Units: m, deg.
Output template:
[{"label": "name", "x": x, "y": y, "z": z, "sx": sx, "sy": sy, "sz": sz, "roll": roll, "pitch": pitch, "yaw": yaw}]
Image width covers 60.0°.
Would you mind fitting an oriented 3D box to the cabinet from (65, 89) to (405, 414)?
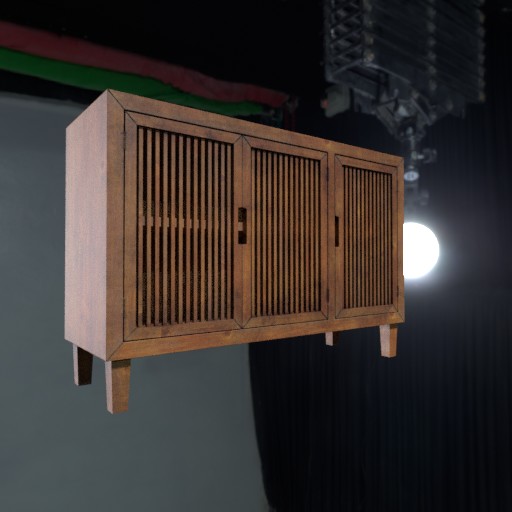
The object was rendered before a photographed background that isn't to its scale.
[{"label": "cabinet", "x": 0.000, "y": 0.000, "z": 1.599, "sx": 1.204, "sy": 0.805, "sz": 0.403, "roll": 1, "pitch": -1, "yaw": -37}]
